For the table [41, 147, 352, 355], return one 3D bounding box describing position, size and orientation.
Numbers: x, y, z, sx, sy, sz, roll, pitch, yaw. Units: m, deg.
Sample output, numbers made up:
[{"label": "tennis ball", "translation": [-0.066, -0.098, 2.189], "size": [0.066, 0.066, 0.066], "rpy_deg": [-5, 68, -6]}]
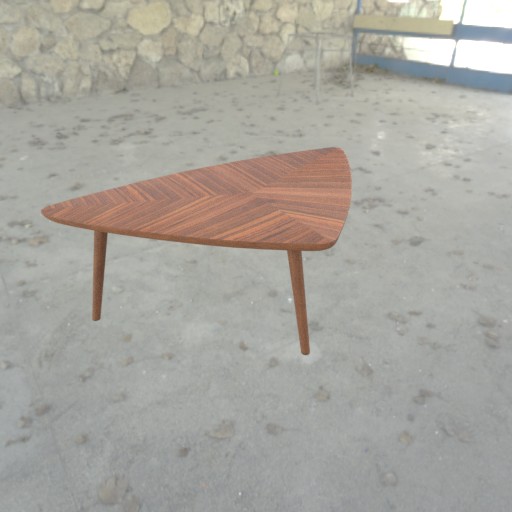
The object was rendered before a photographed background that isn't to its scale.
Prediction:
[{"label": "table", "translation": [0.000, 0.000, 1.287], "size": [1.008, 0.365, 0.601], "rpy_deg": [-18, 35, -28]}]
